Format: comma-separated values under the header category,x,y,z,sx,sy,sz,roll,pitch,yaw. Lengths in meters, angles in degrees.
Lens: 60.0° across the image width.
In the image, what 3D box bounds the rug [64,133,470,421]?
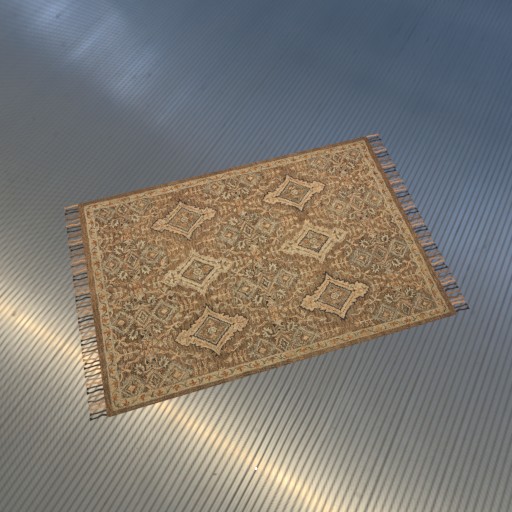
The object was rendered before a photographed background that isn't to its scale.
category,x,y,z,sx,sy,sz,roll,pitch,yaw
rug,0.000,0.000,3.021,2.434,0.010,1.516,-15,65,-7
